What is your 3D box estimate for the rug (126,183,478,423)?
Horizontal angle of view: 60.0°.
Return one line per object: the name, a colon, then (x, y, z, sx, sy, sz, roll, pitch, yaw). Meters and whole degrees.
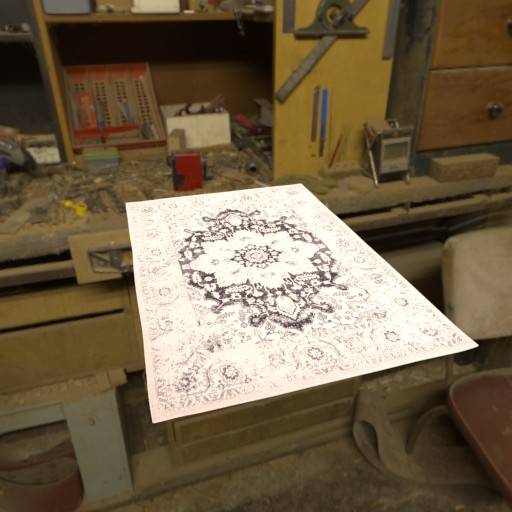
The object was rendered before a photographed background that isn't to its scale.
rug: (0.000, 0.000, 2.279, 1.223, 0.008, 1.813, -9, 31, -15)
